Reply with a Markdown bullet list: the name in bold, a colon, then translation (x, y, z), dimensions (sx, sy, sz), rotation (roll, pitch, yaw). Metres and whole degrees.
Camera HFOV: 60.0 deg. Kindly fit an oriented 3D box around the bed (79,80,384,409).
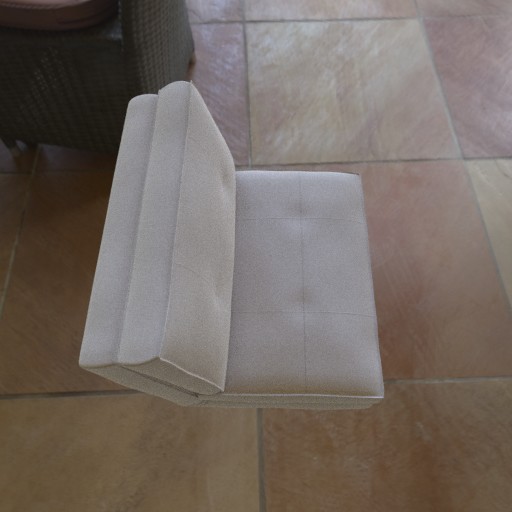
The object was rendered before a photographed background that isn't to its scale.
- **bed**: translation (0.000, 0.000, 1.313), dimensions (0.749, 0.614, 0.799), rotation (1, 64, 0)
